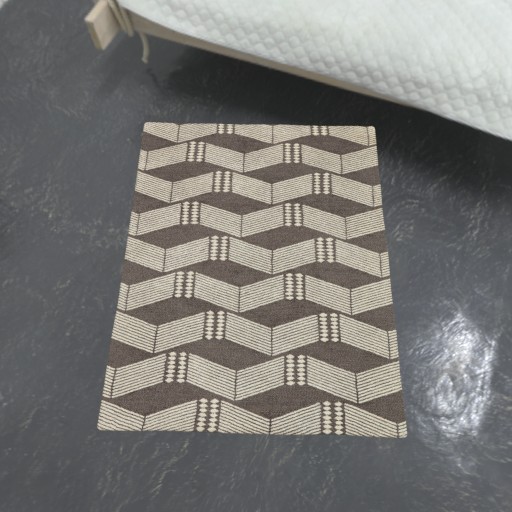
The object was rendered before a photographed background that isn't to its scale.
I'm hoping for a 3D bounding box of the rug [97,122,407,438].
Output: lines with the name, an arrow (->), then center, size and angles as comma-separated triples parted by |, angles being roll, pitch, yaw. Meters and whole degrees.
rug -> 0.000, 0.000, 4.085 | 2.438, 0.016, 3.048 | 1, 66, 1
